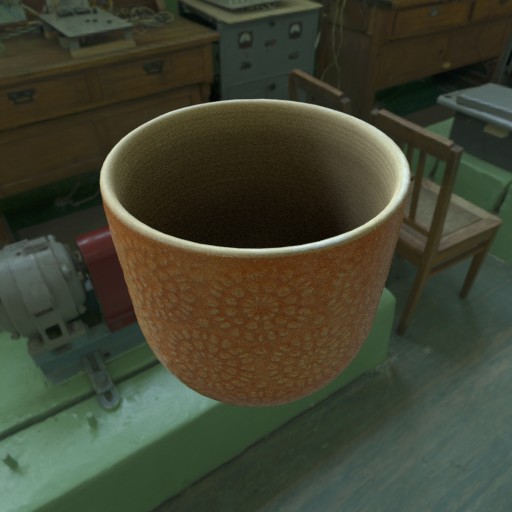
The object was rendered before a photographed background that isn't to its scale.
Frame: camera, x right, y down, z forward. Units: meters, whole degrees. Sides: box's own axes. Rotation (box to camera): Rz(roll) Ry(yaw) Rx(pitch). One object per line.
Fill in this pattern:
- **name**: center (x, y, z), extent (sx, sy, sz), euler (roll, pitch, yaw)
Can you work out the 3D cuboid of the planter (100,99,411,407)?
- **planter**: center (0.000, 0.000, 0.290), extent (0.170, 0.152, 0.170), euler (0, 42, 0)
